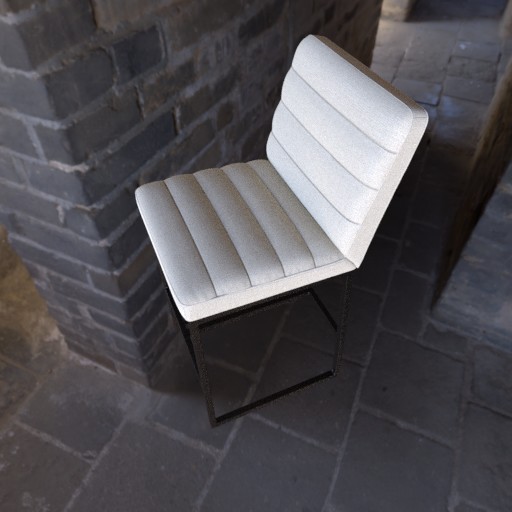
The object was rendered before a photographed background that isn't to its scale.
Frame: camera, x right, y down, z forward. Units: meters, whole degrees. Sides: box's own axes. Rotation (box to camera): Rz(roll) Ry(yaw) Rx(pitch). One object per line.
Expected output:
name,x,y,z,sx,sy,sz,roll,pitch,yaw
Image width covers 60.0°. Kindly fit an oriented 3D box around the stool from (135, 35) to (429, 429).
stool,0.000,0.000,1.301,0.560,1.040,0.460,-18,49,-16
